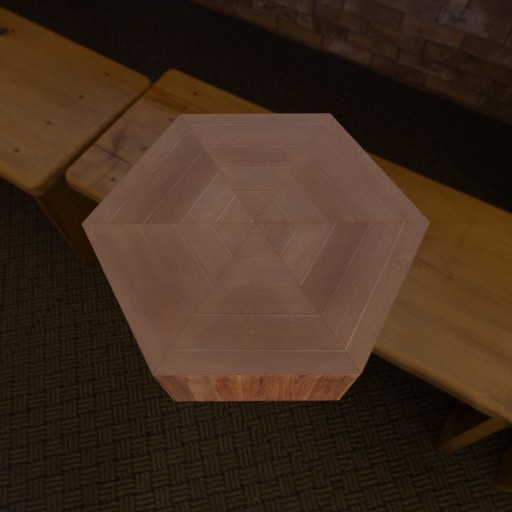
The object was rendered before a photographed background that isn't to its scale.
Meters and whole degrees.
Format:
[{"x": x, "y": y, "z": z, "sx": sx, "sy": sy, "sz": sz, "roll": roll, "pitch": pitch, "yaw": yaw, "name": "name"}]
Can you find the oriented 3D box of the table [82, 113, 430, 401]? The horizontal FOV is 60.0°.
[{"x": 0.000, "y": 0.000, "z": 1.667, "sx": 1.154, "sy": 0.456, "sz": 1.000, "roll": 0, "pitch": 61, "yaw": 0, "name": "table"}]
